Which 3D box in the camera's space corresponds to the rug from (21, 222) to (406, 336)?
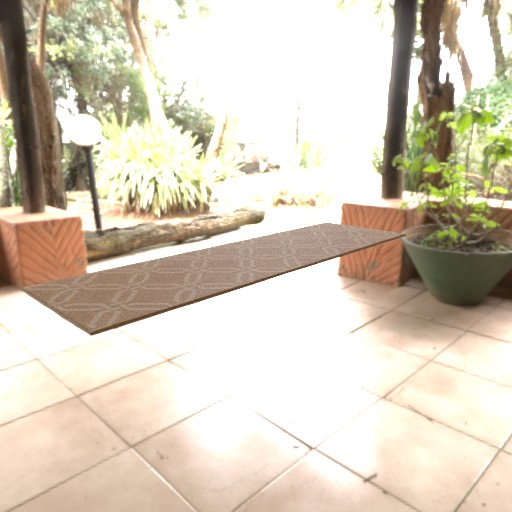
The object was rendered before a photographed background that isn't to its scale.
[{"bbox_3d":[0.000,0.000,2.508,0.678,0.014,2.276,14,20,43],"label":"rug"}]
